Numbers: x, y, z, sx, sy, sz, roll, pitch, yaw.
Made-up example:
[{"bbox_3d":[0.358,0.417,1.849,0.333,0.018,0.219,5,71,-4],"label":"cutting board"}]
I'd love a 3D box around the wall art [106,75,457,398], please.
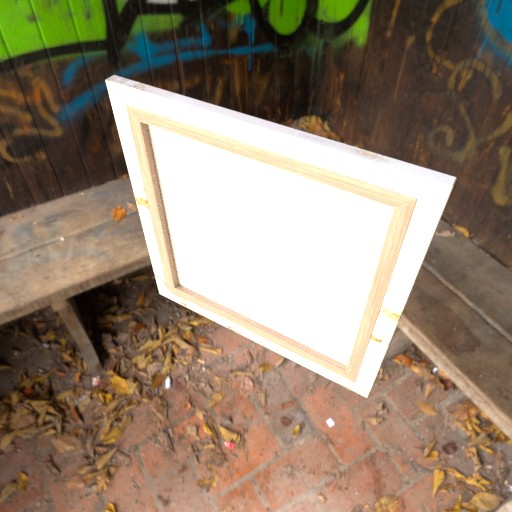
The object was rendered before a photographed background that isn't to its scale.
[{"bbox_3d":[0.000,0.000,1.521,1.015,1.018,0.040,23,51,20],"label":"wall art"}]
